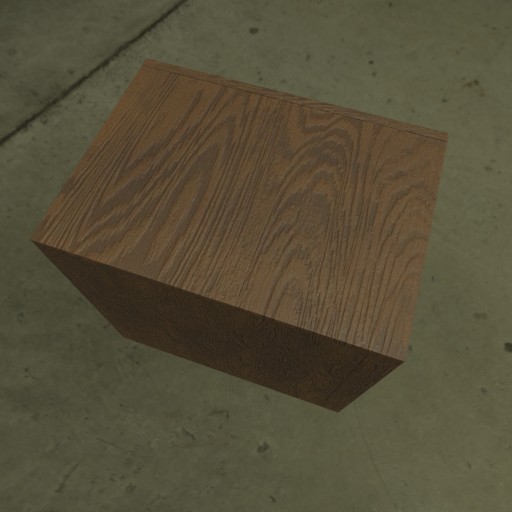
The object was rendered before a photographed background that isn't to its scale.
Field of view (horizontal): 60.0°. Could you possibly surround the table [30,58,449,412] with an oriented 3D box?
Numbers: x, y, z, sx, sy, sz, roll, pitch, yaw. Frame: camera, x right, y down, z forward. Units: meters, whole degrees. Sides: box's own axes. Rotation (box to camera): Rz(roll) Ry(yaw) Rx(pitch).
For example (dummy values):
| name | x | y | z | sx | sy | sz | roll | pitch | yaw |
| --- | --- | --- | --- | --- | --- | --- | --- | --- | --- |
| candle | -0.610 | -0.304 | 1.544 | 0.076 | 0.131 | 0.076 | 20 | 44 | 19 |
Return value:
| name | x | y | z | sx | sy | sz | roll | pitch | yaw |
| --- | --- | --- | --- | --- | --- | --- | --- | --- | --- |
| table | 0.000 | 0.000 | 0.969 | 0.560 | 0.585 | 0.439 | 17 | 65 | 8 |
